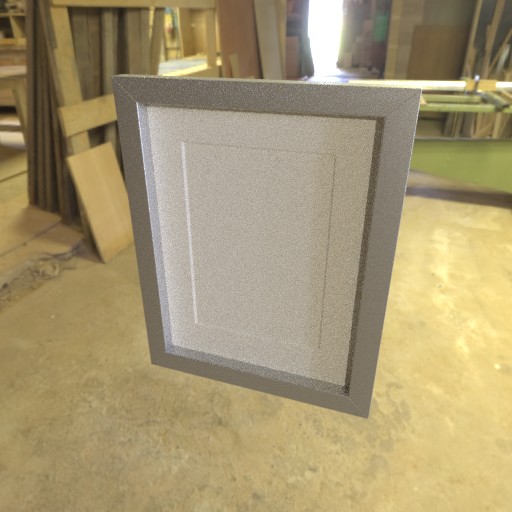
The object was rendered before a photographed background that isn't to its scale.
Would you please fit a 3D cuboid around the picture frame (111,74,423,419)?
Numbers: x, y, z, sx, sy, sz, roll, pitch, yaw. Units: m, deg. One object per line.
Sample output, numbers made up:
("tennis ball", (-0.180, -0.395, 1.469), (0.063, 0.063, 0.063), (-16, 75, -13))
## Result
("picture frame", (0.000, 0.000, 0.520), (0.307, 0.386, 0.036), (9, 29, 17))
